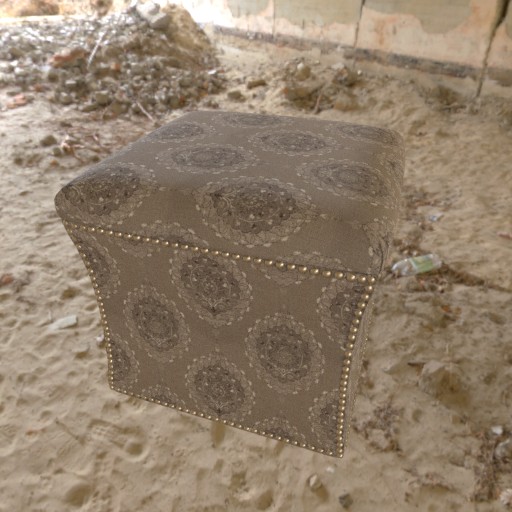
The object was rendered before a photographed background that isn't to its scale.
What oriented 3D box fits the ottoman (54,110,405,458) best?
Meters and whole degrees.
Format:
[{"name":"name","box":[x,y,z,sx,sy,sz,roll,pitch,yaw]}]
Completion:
[{"name":"ottoman","box":[0.000,0.000,0.892,0.507,0.473,0.497,10,34,16]}]
